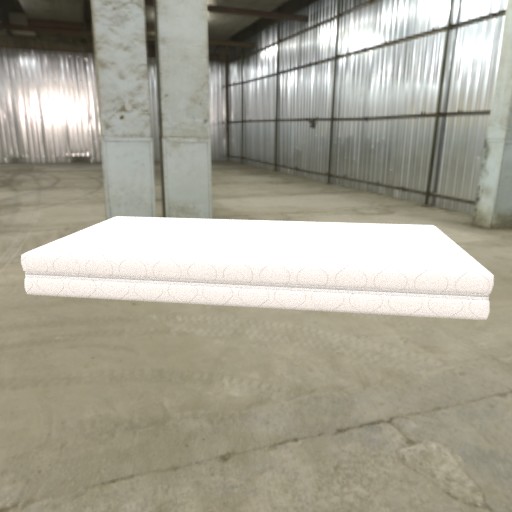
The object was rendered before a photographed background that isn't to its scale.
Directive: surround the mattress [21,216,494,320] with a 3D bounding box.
[{"bbox_3d":[0.000,0.000,2.199,1.900,0.200,0.900,2,16,8],"label":"mattress"}]
